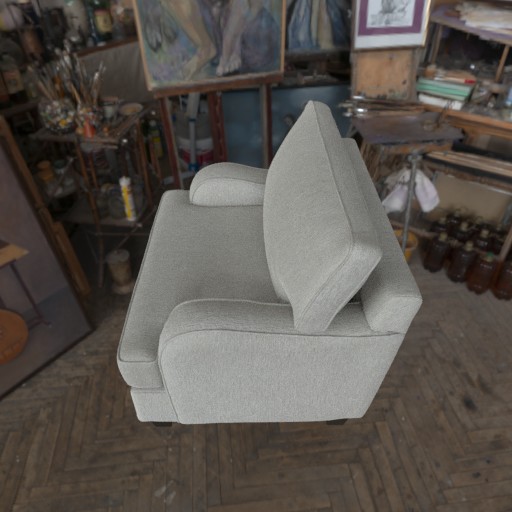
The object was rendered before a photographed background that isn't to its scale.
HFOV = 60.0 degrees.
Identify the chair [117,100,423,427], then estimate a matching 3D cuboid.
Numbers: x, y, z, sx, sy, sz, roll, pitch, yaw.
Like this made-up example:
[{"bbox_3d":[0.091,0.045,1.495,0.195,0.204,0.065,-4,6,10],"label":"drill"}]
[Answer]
[{"bbox_3d":[0.000,0.000,2.022,1.041,1.016,1.220,0,39,0],"label":"chair"}]
